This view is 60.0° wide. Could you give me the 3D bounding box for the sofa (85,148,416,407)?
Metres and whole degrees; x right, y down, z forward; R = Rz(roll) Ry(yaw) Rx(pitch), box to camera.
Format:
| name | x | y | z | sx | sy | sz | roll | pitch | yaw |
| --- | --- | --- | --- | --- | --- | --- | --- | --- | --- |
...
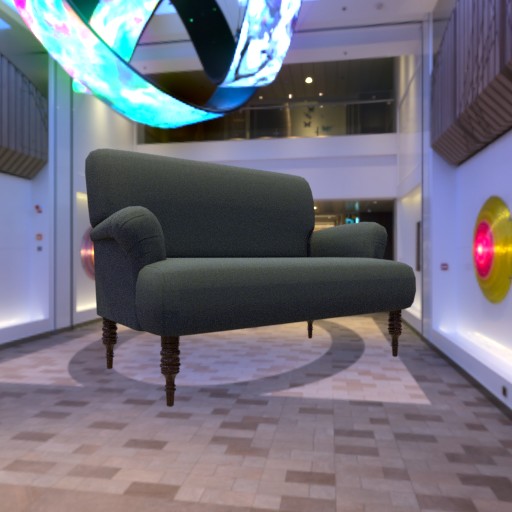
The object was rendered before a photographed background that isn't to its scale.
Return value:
| name | x | y | z | sx | sy | sz | roll | pitch | yaw |
| --- | --- | --- | --- | --- | --- | --- | --- | --- | --- |
| sofa | 0.000 | 0.000 | 1.874 | 1.297 | 0.889 | 0.779 | 0 | 0 | -37 |
